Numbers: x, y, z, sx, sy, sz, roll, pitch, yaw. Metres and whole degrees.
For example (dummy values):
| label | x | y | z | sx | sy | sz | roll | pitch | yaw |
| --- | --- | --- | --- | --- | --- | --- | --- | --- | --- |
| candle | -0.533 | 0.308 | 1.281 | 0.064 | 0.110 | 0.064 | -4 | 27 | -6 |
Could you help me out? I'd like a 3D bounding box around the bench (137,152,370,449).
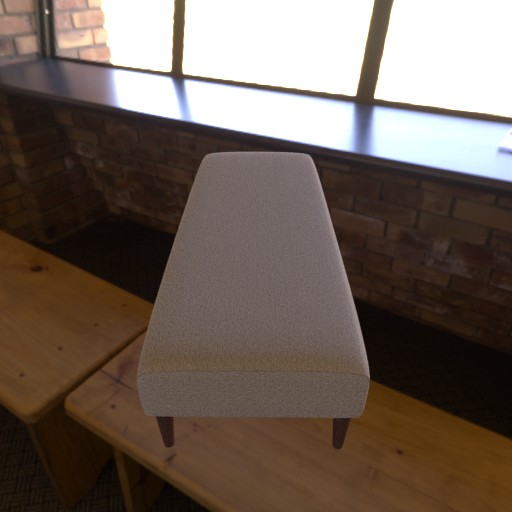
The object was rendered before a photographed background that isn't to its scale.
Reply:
| label | x | y | z | sx | sy | sz | roll | pitch | yaw |
| --- | --- | --- | --- | --- | --- | --- | --- | --- | --- |
| bench | 0.000 | 0.000 | 1.863 | 0.631 | 0.383 | 1.598 | 0 | 32 | 1 |
